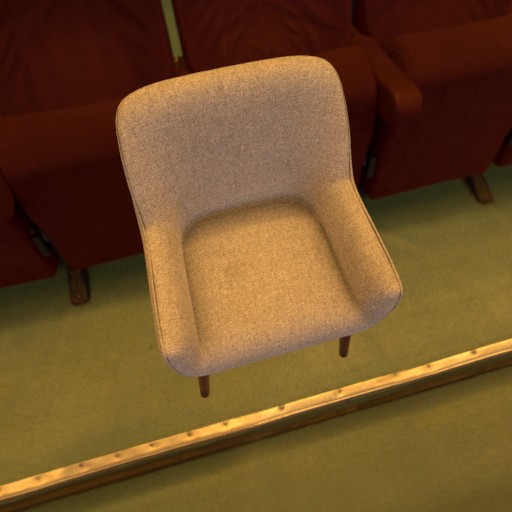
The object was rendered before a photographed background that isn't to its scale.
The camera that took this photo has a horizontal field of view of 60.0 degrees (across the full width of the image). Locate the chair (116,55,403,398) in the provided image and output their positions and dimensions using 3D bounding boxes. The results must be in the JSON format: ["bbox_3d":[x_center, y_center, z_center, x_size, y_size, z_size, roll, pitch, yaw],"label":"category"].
[{"bbox_3d":[0.000,0.000,1.171,0.543,0.803,0.519,-14,65,-7],"label":"chair"}]
